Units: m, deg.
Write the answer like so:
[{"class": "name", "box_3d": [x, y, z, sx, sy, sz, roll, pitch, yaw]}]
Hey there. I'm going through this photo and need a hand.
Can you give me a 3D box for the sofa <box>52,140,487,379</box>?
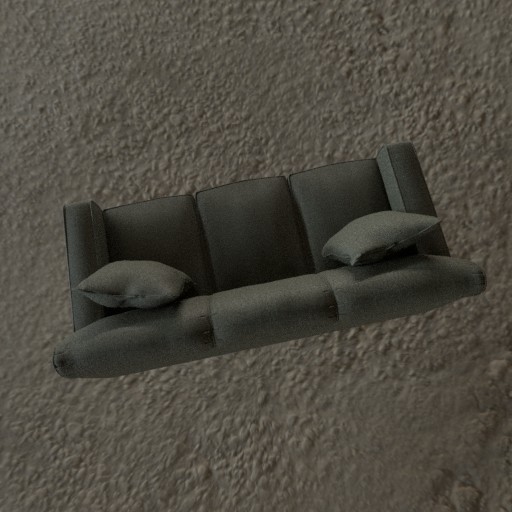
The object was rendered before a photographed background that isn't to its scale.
[{"class": "sofa", "box_3d": [0.000, 0.000, 2.523, 2.024, 0.958, 0.997, -11, 75, -3]}]
